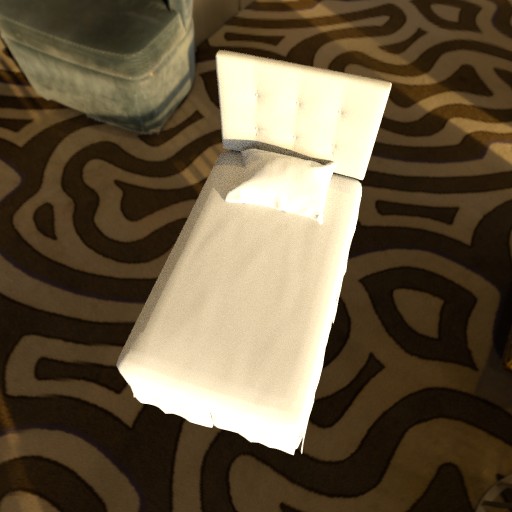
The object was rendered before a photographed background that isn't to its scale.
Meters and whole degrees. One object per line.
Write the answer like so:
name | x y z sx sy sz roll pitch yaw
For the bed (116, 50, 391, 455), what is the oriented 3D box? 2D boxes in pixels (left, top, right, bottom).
bed | 0.000 0.000 2.957 1.261 1.571 1.997 15 59 9
